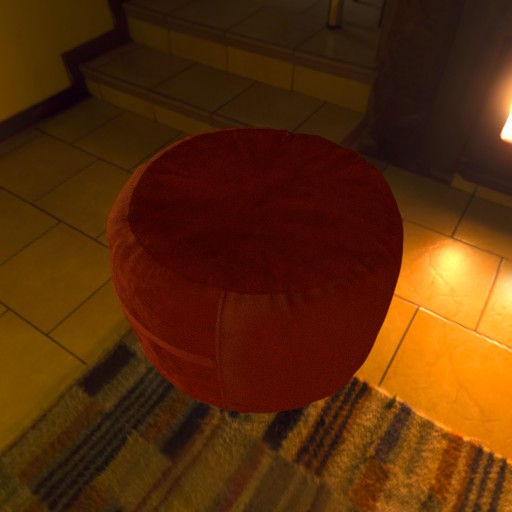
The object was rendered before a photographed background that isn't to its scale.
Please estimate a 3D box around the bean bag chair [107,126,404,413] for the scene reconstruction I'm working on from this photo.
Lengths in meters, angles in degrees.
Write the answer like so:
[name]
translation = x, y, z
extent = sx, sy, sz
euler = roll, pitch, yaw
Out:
[bean bag chair]
translation = 0.000, 0.000, 1.987
extent = 1.219, 0.762, 1.219
euler = 0, 48, 0
